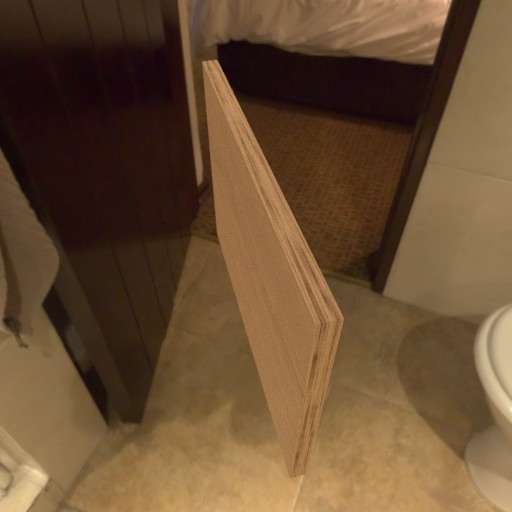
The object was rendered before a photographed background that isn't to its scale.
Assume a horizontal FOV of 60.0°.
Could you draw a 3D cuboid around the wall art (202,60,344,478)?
[{"bbox_3d":[0.000,0.000,1.082,0.063,0.609,0.841,-11,47,-10],"label":"wall art"}]
